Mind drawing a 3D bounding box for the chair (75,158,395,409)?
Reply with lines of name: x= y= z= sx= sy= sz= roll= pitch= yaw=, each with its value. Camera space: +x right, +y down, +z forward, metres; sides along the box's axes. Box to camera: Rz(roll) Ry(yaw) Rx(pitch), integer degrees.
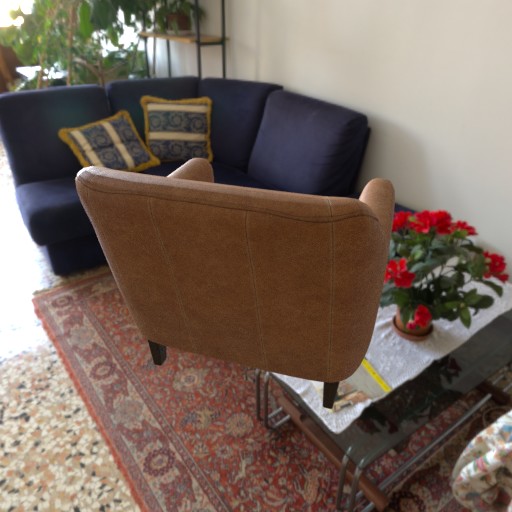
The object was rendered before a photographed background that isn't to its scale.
chair: x=0.000 y=0.000 z=1.840 sx=1.037 sy=0.980 sz=1.034 roll=10 pitch=33 yaw=15
